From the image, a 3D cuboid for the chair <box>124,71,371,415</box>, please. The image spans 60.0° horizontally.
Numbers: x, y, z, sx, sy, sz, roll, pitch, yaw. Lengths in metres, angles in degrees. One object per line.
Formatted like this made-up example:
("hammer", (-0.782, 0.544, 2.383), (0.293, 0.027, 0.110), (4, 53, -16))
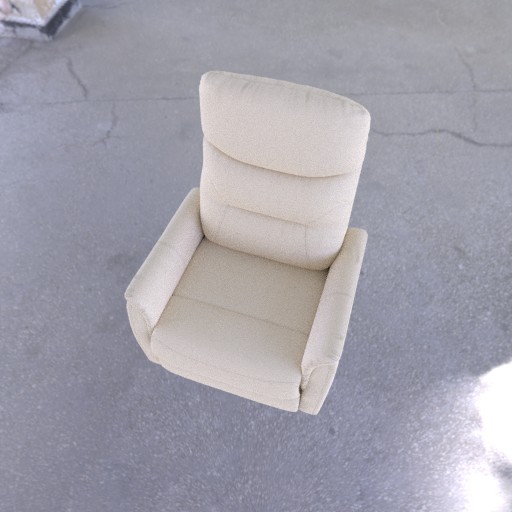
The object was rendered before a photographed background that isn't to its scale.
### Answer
("chair", (0.000, 0.000, 1.657), (0.775, 1.082, 0.831), (15, 58, 10))
